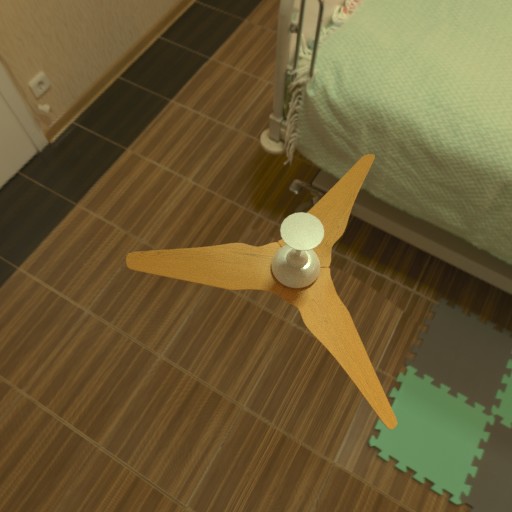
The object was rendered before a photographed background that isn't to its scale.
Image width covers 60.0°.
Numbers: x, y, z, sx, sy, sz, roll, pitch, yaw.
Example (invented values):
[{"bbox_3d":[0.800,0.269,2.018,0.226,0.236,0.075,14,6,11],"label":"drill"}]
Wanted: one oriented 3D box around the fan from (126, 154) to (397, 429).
[{"bbox_3d":[0.000,0.000,1.612,1.010,0.355,1.142,1,63,1],"label":"fan"}]
